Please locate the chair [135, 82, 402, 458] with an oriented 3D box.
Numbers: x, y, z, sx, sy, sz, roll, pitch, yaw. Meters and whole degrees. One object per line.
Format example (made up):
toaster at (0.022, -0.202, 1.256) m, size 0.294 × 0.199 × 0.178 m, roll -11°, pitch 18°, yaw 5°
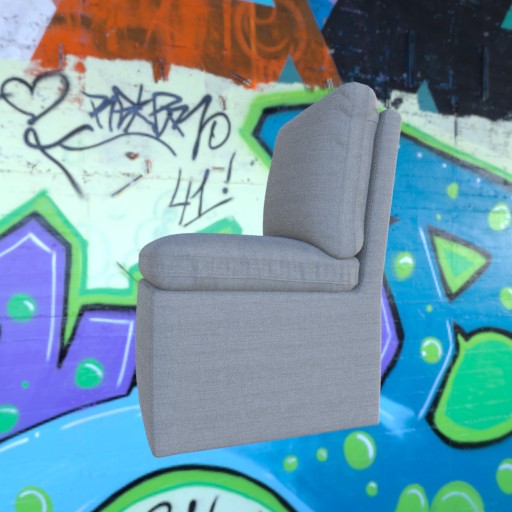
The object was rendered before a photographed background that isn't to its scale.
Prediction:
chair at (0.000, 0.000, 1.330) m, size 0.698 × 0.927 × 0.503 m, roll 0°, pitch 1°, yaw -19°
